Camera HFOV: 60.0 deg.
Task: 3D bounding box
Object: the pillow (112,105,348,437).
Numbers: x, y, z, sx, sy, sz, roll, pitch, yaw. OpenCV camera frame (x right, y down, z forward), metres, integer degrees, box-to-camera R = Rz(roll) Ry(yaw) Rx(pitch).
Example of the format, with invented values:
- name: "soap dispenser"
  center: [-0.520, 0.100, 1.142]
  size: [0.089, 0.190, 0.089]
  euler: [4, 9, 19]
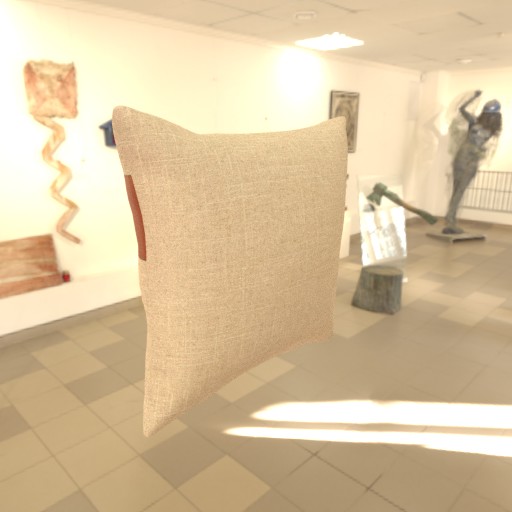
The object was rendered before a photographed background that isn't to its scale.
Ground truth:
- name: "pillow"
  center: [0.000, 0.000, 0.644]
  size: [0.173, 0.399, 0.414]
  euler: [15, 21, 42]
